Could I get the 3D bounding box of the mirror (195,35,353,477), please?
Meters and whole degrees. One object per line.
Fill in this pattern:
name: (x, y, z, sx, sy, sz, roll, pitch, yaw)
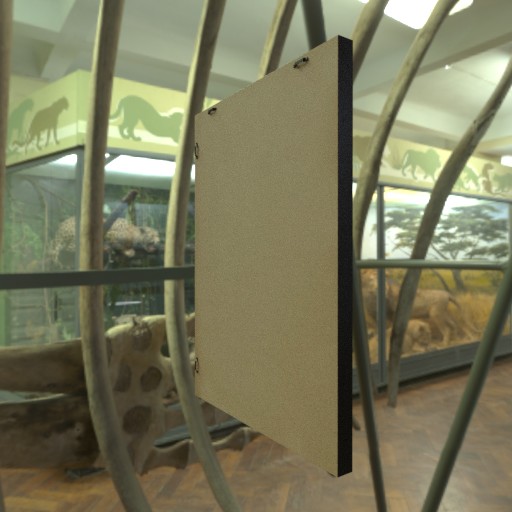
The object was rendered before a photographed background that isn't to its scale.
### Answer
mirror: (0.000, 0.000, 0.927, 0.039, 0.710, 0.507, 0, 0, -35)
